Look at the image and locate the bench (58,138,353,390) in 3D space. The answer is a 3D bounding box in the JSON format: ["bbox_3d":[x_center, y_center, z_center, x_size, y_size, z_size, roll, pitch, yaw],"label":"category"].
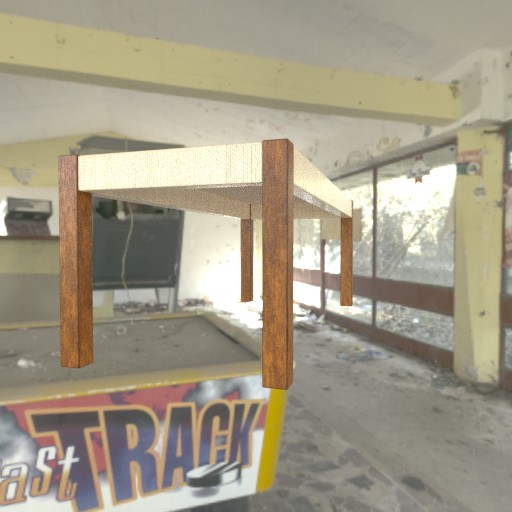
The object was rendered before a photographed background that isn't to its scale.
[{"bbox_3d":[0.000,0.000,1.450,0.507,0.457,1.198,0,2,18],"label":"bench"}]
